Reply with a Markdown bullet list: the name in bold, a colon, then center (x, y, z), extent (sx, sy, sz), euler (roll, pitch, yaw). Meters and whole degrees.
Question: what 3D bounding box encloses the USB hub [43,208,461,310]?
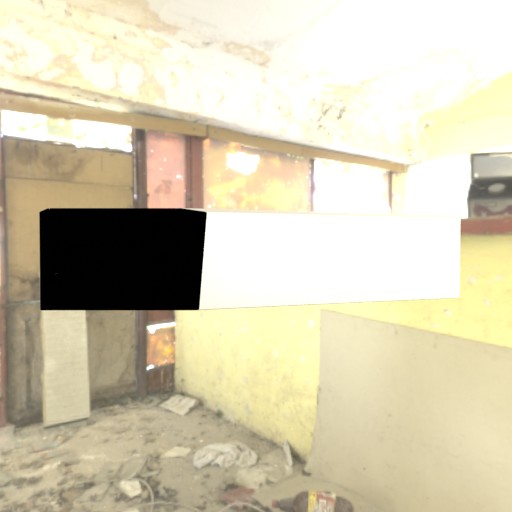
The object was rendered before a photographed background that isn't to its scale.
- **USB hub**: center (0.000, 0.000, 0.127), extent (0.110, 0.023, 0.044), euler (0, 2, -18)
